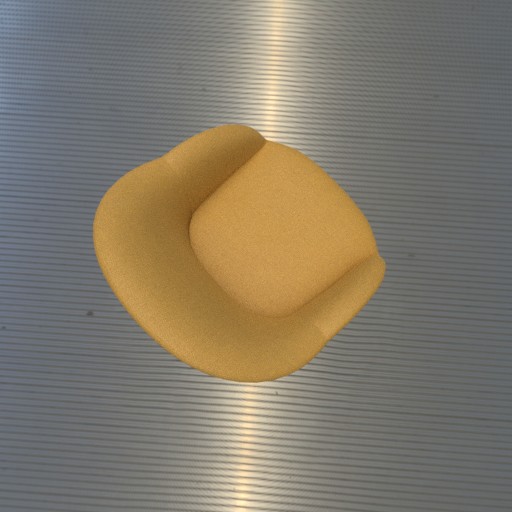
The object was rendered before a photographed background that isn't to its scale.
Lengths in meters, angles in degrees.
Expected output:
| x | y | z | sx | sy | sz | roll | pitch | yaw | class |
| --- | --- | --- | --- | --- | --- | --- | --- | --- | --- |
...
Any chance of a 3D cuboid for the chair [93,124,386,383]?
| x | y | z | sx | sy | sz | roll | pitch | yaw | class |
| --- | --- | --- | --- | --- | --- | --- | --- | --- | --- |
| 0.000 | 0.000 | 1.184 | 0.583 | 0.793 | 0.551 | -41 | 80 | -9 | chair |
